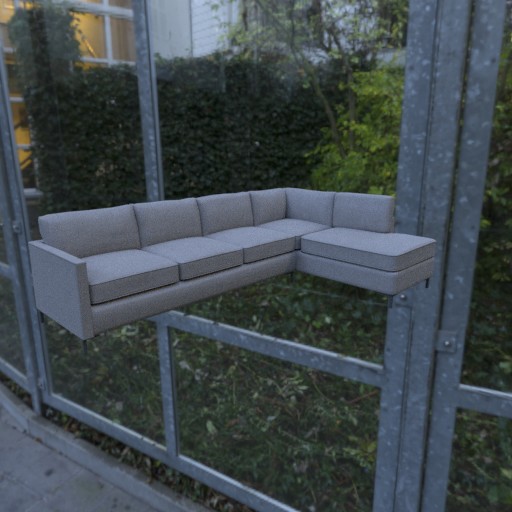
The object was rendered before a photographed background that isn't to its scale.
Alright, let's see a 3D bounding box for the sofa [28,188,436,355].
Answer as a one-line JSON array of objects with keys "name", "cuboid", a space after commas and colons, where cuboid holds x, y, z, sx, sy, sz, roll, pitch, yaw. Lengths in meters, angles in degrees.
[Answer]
[{"name": "sofa", "cuboid": [0.000, 0.000, 4.204, 2.077, 0.964, 3.331, 14, 21, 43]}]
